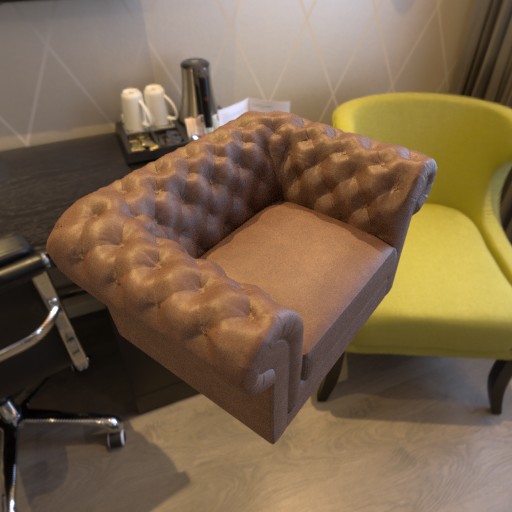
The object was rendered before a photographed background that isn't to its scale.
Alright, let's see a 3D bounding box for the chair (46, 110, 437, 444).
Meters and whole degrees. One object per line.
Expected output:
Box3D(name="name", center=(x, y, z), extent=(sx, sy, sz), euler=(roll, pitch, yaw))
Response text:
Box3D(name="chair", center=(0.000, 0.000, 1.843), extent=(0.954, 0.784, 1.298), euler=(26, 47, 27))
